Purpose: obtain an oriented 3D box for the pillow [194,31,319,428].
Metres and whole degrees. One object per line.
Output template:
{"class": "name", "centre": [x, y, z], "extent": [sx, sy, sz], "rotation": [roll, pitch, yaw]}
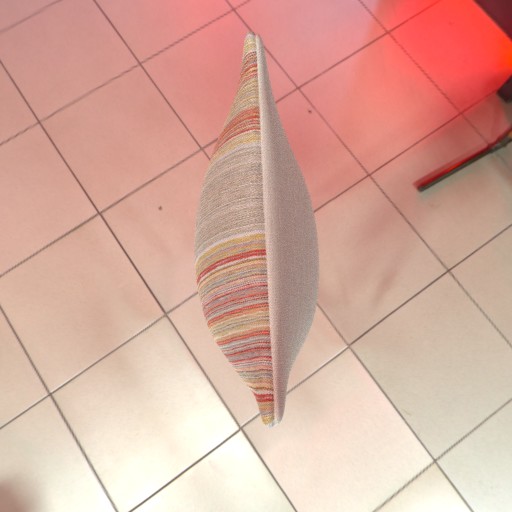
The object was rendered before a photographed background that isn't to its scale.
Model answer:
{"class": "pillow", "centre": [0.000, 0.000, 0.693], "extent": [0.191, 0.449, 0.451], "rotation": [-2, 76, -1]}
